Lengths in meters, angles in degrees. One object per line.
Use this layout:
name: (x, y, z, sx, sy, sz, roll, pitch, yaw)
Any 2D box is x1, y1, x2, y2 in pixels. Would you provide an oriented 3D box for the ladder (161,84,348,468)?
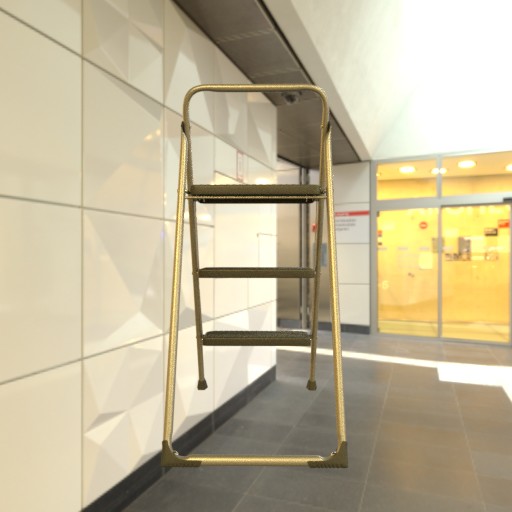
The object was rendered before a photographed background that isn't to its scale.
ladder: (0.000, 0.000, 1.292, 0.430, 0.945, 0.629, 0, 0, 1)
